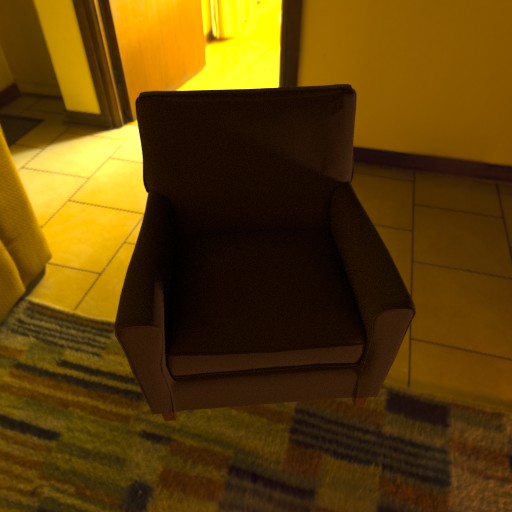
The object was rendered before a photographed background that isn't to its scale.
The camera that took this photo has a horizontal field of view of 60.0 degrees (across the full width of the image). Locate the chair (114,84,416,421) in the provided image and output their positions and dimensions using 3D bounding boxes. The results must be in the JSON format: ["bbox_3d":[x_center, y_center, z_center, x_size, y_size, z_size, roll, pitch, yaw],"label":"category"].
[{"bbox_3d":[0.000,0.000,1.604,0.836,0.911,0.831,-3,44,-4],"label":"chair"}]
